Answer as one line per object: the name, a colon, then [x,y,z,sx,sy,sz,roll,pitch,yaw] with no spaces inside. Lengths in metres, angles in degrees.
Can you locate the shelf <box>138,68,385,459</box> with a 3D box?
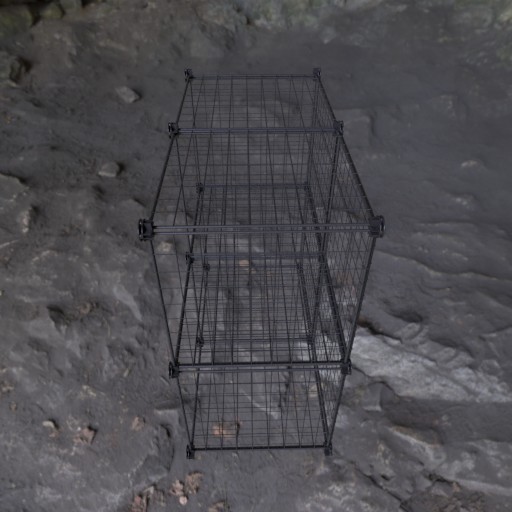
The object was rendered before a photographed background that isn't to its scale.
shelf: [0.000,0.000,1.129,0.356,0.711,0.711,-1,40,-1]
